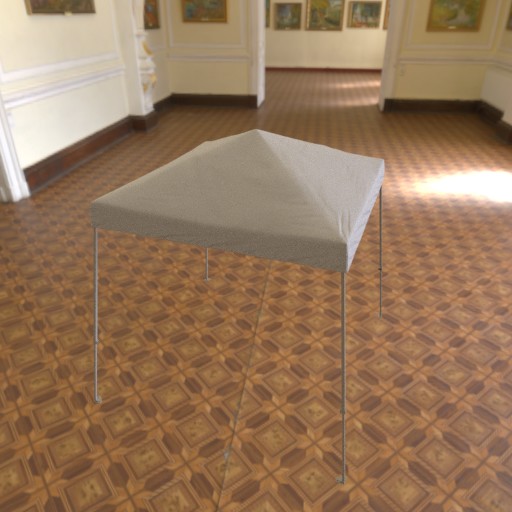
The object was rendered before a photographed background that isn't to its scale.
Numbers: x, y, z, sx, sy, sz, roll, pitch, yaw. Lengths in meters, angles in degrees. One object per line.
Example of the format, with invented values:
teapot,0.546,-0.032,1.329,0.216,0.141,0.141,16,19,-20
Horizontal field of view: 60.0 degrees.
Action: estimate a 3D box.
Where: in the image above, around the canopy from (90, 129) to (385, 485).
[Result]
canopy,0.000,0.000,6.387,3.599,3.600,3.600,10,30,18
